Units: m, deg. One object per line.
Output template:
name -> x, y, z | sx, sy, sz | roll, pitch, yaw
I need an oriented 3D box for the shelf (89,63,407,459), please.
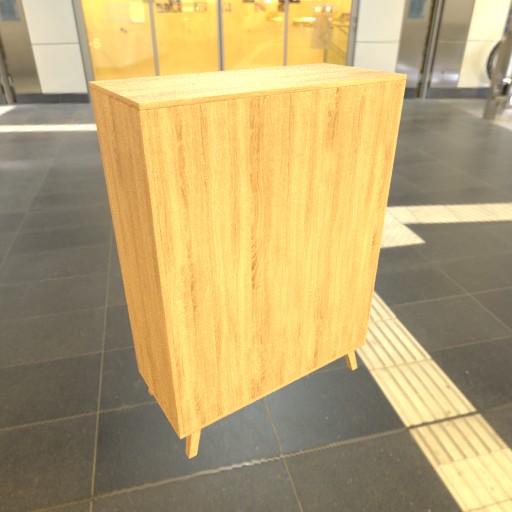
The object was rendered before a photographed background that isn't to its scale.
shelf -> 0.000, 0.000, 1.847 | 1.000, 1.390, 0.450 | -18, 34, -29
